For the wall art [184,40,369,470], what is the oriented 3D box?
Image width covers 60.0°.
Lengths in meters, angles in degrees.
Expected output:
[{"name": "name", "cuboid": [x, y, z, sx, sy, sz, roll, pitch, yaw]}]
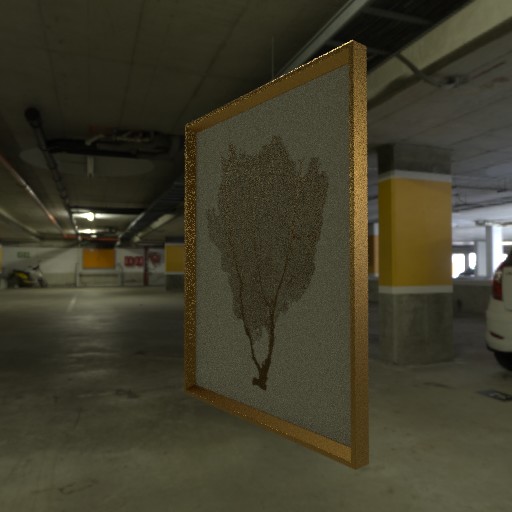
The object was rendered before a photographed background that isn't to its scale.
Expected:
[{"name": "wall art", "cuboid": [0.000, 0.000, 1.036, 0.038, 0.762, 0.610, 1, -2, -38]}]
